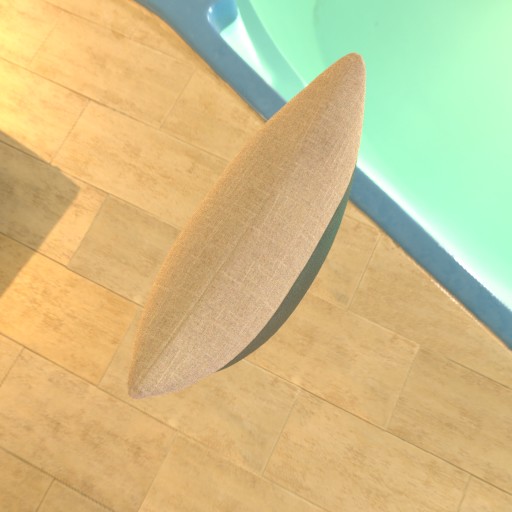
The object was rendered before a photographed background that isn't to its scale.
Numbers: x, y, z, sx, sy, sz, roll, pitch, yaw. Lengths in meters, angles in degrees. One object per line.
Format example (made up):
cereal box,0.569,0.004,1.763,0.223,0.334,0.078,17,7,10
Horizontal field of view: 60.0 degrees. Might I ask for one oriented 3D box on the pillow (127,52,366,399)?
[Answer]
pillow,0.000,0.000,0.622,0.173,0.399,0.414,32,79,7
